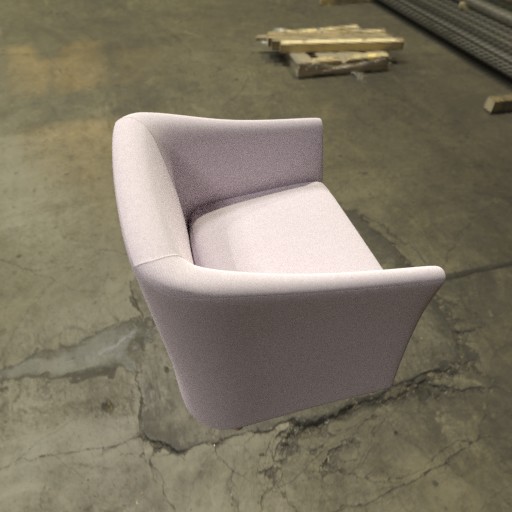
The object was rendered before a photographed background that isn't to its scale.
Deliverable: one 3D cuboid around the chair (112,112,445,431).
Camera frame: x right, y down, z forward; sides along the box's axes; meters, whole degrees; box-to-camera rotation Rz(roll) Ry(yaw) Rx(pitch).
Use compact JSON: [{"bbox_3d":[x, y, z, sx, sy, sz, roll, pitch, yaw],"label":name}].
[{"bbox_3d":[0.000,0.000,1.356,0.700,0.720,0.790,-11,46,-11],"label":"chair"}]
